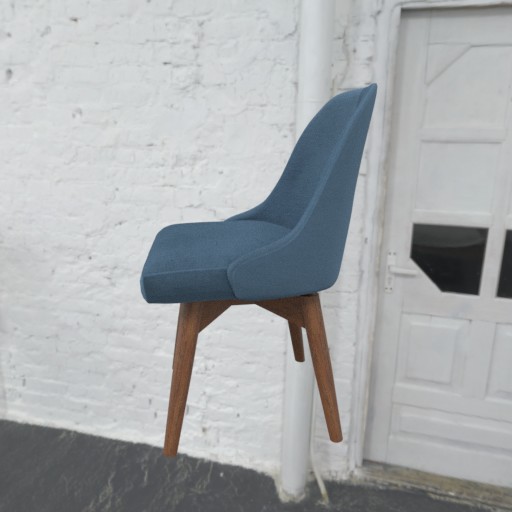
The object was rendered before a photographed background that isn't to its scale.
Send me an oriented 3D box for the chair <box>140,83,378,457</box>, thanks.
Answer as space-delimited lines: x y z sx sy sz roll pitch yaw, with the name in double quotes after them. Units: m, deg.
0.000 0.000 1.220 0.589 0.882 0.503 -2 15 -7 "chair"
